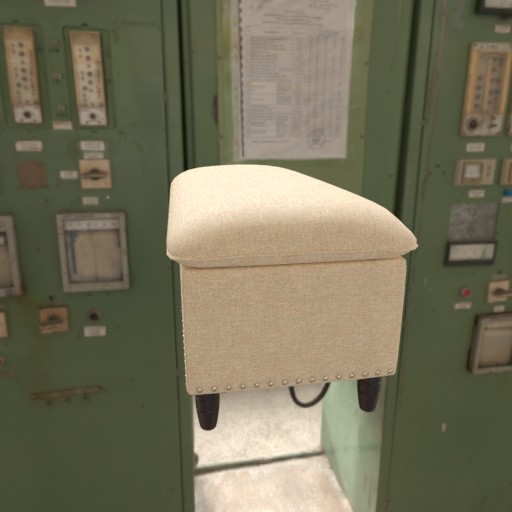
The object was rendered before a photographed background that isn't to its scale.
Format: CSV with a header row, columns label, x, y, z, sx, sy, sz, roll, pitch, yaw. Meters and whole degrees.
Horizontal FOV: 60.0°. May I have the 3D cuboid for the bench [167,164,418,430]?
label,x,y,z,sx,sy,sz,roll,pitch,yaw
bench,0.000,0.000,1.293,0.483,0.483,0.991,-3,17,-10
